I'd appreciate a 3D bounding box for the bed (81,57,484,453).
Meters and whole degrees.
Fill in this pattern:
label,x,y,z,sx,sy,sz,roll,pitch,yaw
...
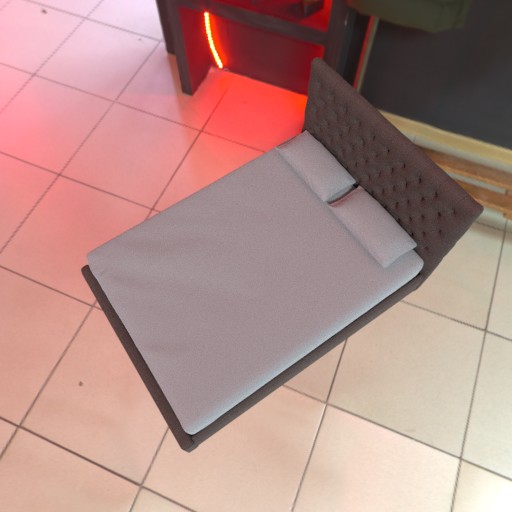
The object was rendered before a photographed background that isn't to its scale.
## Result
label,x,y,z,sx,sy,sz,roll,pitch,yaw
bed,0.000,0.000,3.402,2.387,1.427,1.698,-32,68,-15
